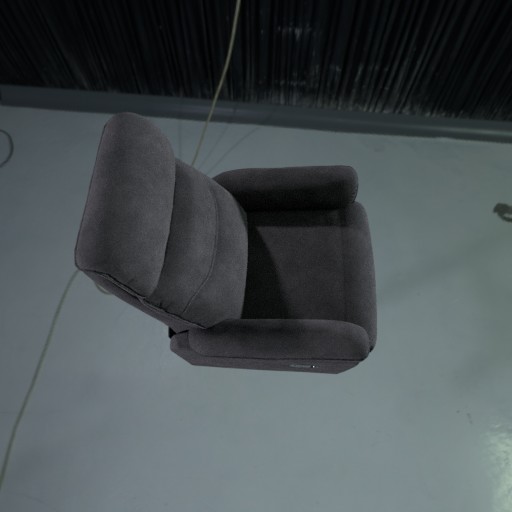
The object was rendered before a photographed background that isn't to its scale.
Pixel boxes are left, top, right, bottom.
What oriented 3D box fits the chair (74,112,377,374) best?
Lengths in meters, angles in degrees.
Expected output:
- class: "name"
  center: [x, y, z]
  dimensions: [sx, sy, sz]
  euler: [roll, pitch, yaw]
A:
- class: "chair"
  center: [0.000, 0.000, 1.763]
  dimensions: [1.009, 1.035, 0.830]
  euler: [2, 65, 1]
